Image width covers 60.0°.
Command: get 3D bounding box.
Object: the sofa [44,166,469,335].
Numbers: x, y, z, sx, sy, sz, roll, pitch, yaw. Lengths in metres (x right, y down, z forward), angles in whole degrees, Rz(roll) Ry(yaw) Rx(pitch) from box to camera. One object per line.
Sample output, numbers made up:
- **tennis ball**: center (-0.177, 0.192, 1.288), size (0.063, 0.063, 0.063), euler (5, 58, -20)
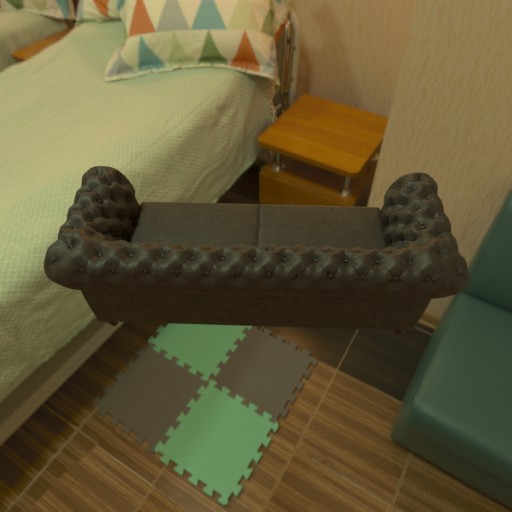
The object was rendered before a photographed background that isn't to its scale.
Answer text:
- **sofa**: center (0.000, 0.000, 2.905), size (2.385, 0.783, 0.944), euler (2, 47, 1)
